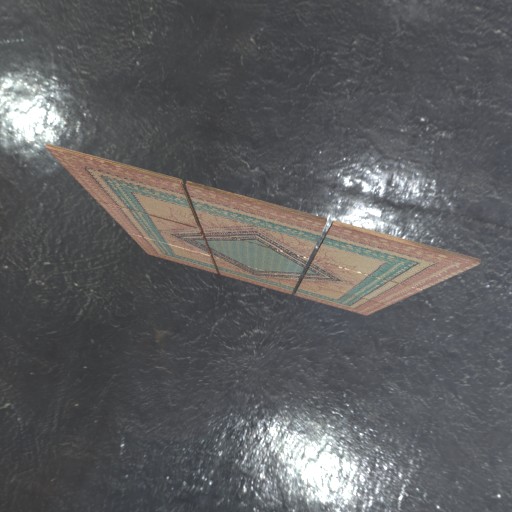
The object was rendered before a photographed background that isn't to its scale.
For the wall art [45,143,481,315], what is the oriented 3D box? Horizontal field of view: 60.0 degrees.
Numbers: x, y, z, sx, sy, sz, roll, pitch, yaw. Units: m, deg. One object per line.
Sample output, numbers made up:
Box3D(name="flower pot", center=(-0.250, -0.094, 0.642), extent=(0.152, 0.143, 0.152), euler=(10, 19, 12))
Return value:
Box3D(name="wall art", center=(0.000, 0.000, 1.781), extent=(1.215, 1.213, 0.013), euler=(15, 77, 4))
